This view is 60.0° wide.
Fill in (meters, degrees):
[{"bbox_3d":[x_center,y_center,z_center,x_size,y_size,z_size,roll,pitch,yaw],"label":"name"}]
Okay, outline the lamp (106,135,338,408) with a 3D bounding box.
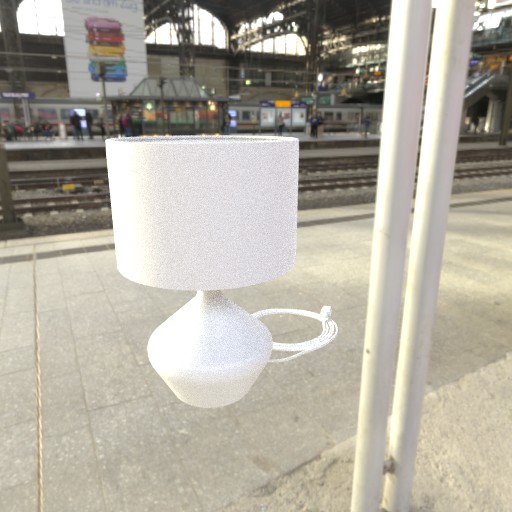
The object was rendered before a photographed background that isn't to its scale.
[{"bbox_3d":[0.000,0.000,0.878,0.546,0.457,0.401,-9,19,-27],"label":"lamp"}]
